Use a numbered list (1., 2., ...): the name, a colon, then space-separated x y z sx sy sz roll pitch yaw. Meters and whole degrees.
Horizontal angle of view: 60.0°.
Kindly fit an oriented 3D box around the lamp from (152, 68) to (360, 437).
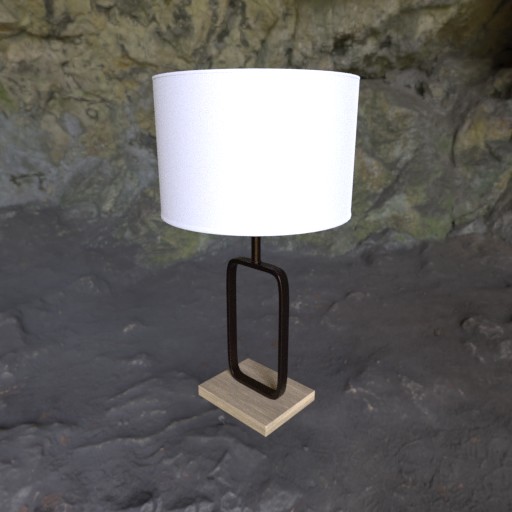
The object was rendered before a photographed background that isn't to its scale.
1. lamp: 0.000 0.000 0.684 0.279 0.508 0.279 16 23 41
